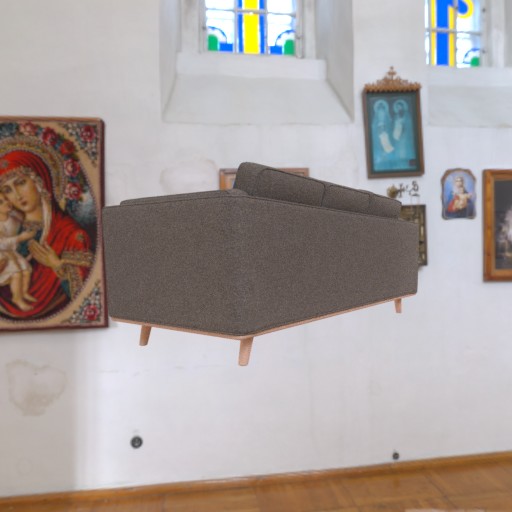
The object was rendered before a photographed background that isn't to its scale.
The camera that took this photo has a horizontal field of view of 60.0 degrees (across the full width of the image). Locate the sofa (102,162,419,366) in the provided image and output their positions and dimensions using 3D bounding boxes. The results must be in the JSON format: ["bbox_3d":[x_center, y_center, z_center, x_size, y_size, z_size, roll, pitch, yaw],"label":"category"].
[{"bbox_3d":[0.000,0.000,3.161,1.604,0.929,2.411,1,1,37],"label":"sofa"}]
